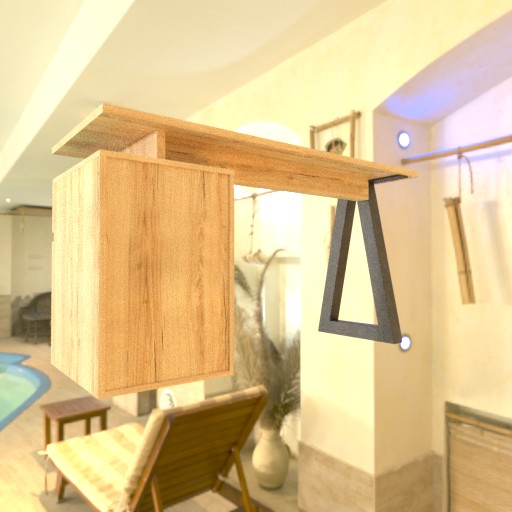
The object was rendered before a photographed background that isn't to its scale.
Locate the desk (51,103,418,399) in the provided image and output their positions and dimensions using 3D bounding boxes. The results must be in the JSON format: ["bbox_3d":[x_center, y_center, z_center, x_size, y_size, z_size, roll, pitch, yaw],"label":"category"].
[{"bbox_3d":[0.000,0.000,1.769,1.400,0.760,0.550,1,-1,-37],"label":"desk"}]
